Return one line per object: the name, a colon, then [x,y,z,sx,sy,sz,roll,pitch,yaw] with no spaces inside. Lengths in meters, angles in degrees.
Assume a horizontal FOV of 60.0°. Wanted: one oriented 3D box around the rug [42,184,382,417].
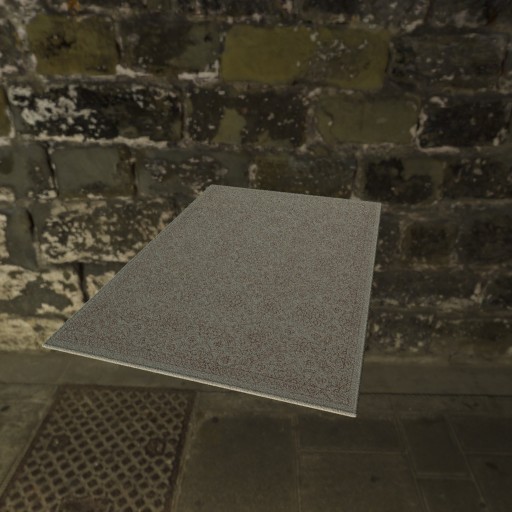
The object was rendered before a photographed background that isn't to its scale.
rug: [0.000,0.000,2.346,1.219,0.010,1.829,8,31,14]
